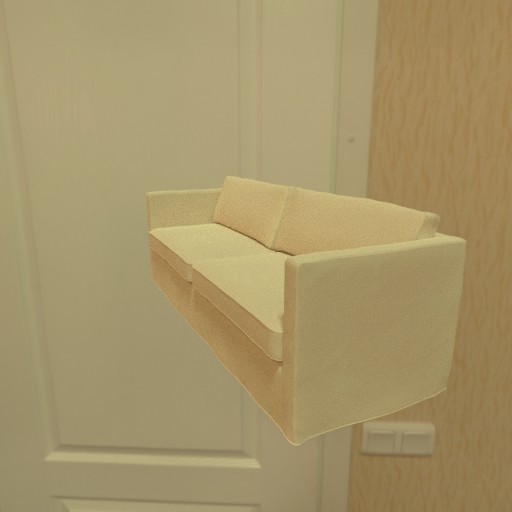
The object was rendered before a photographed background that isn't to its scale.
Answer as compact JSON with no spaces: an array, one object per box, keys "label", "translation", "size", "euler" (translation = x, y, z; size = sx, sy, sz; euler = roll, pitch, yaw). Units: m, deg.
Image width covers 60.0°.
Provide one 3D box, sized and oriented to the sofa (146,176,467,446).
[{"label":"sofa","translation":[0.000,0.000,3.261],"size":[1.036,0.999,2.779],"euler":[-7,16,-25]}]
